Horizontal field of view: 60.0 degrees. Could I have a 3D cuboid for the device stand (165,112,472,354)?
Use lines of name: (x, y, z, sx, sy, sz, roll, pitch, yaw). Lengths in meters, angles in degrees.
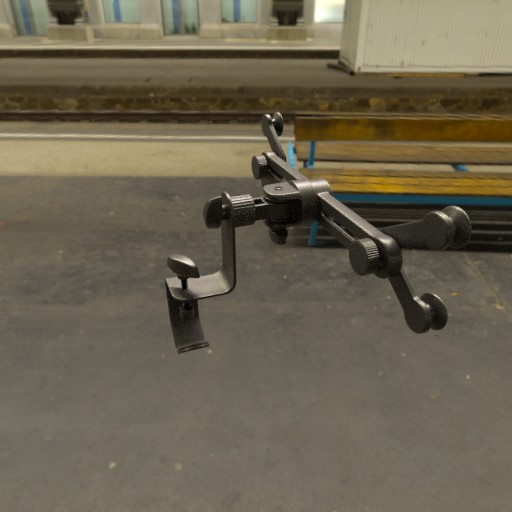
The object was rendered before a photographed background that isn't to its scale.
device stand: (0.000, 0.000, 0.358, 0.142, 0.166, 0.270, -11, 32, -18)
